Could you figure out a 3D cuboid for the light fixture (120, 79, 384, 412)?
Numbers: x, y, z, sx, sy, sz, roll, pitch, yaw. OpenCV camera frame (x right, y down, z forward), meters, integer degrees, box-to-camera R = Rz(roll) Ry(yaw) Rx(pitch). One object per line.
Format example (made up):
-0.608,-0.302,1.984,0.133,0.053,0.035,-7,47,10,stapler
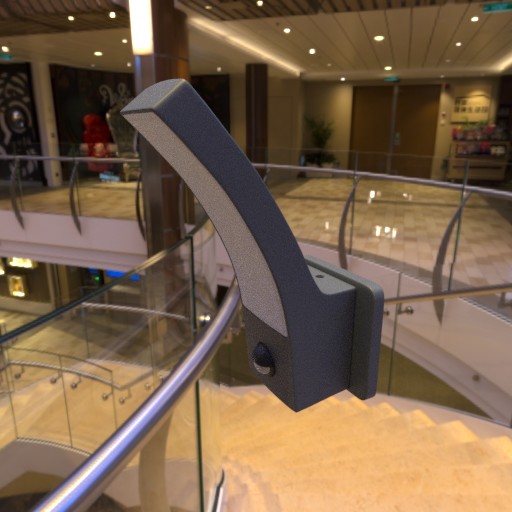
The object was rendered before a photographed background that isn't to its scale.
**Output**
0.000,0.000,0.338,0.174,0.243,0.108,-9,18,-27,light fixture
